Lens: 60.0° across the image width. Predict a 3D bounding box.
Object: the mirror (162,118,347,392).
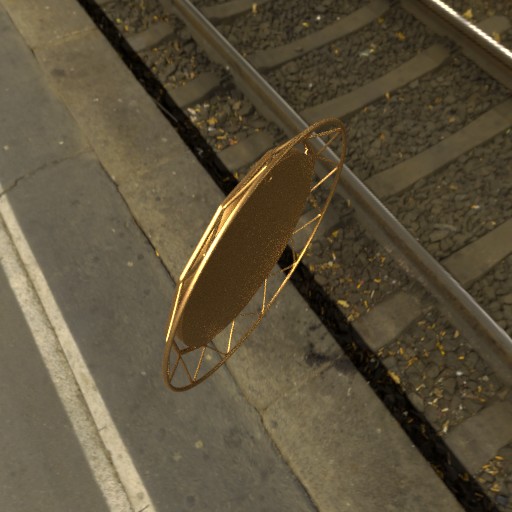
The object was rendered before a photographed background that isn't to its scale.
[{"bbox_3d":[0.000,0.000,0.672,0.043,0.454,0.454,32,67,15],"label":"mirror"}]
